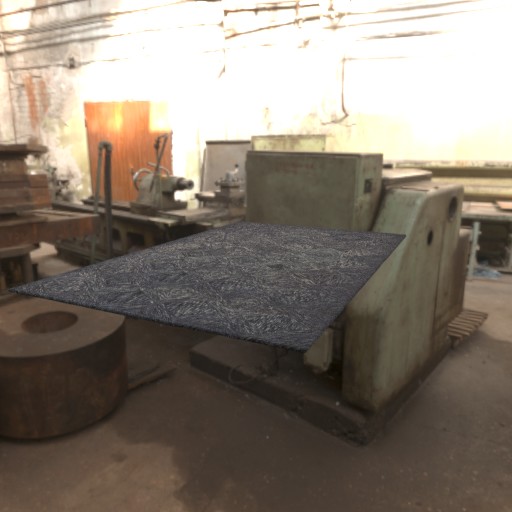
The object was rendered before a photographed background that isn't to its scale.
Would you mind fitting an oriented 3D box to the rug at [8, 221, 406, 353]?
[{"bbox_3d":[0.000,0.000,2.117,1.139,0.010,1.754,7,15,25],"label":"rug"}]
